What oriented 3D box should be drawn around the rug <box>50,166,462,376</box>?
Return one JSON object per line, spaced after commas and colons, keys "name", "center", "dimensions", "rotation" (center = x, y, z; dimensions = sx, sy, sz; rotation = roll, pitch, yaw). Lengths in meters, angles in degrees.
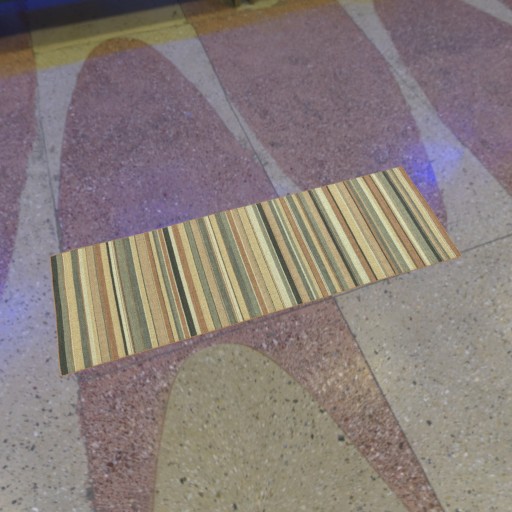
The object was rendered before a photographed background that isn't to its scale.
{"name": "rug", "center": [0.000, 0.000, 2.753], "dimensions": [2.444, 0.010, 0.799], "rotation": [-15, 59, -10]}
